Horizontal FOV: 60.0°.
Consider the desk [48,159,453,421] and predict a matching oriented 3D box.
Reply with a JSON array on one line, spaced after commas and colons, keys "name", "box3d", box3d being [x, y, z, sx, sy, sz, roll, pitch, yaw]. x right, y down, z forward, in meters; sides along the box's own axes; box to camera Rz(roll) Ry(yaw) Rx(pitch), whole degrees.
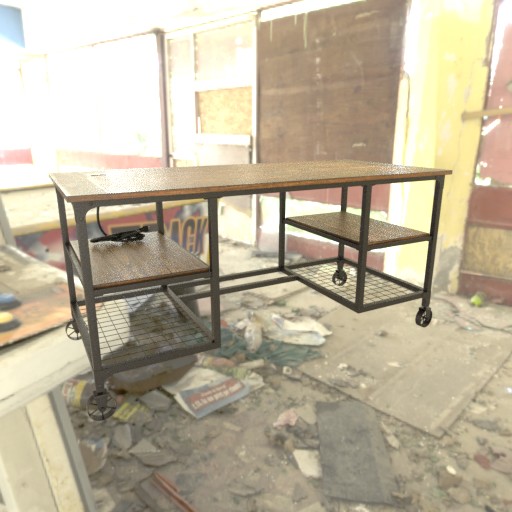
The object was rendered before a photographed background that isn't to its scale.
[{"name": "desk", "box3d": [0.000, 0.000, 1.981, 1.590, 0.751, 0.711, -9, 19, -27]}]
